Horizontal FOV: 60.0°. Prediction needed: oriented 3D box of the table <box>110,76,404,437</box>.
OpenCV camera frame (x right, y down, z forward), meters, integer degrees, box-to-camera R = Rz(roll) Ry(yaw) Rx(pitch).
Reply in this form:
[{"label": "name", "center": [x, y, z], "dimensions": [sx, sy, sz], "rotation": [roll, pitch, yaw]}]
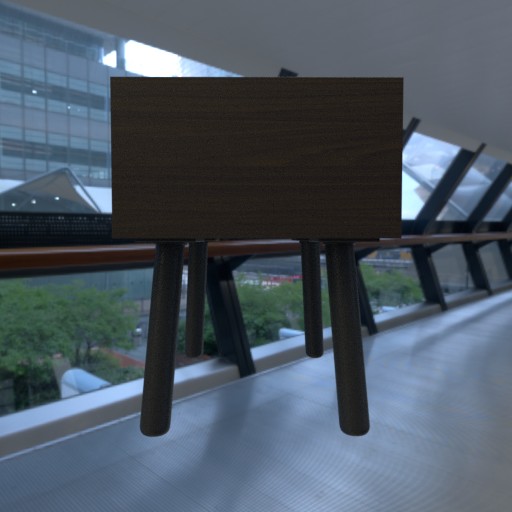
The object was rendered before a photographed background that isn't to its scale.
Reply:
[{"label": "table", "center": [0.000, 0.000, 0.793], "dimensions": [0.370, 0.470, 0.450], "rotation": [0, 2, 0]}]
